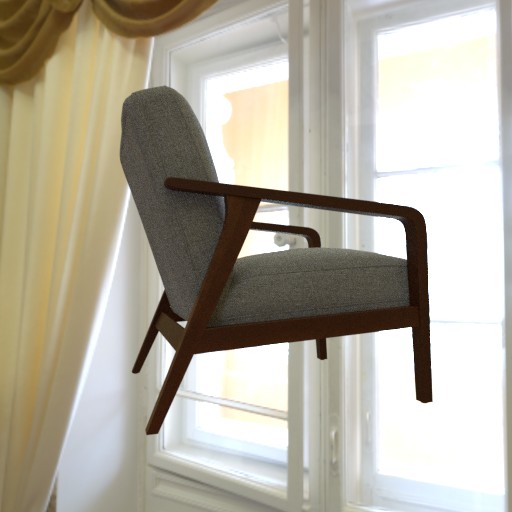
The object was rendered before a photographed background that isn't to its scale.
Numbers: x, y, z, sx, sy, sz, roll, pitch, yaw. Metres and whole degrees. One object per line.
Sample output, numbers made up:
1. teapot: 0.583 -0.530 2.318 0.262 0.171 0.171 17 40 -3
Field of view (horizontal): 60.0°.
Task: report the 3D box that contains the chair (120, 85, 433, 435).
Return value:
1. chair: 0.000 0.000 1.449 0.858 0.847 0.704 1 -2 -18
